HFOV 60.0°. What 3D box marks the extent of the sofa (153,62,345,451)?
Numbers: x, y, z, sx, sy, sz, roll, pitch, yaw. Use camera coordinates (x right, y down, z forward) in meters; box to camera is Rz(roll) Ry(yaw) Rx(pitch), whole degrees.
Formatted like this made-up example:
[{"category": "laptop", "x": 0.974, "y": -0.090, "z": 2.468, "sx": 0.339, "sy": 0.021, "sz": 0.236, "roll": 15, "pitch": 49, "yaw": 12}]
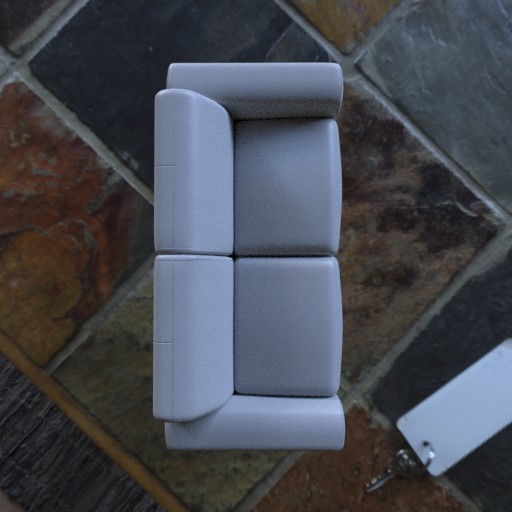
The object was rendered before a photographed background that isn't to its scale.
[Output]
[{"category": "sofa", "x": 0.000, "y": 0.000, "z": 2.303, "sx": 0.900, "sy": 0.772, "sz": 1.901, "roll": 0, "pitch": 89, "yaw": 1}]
